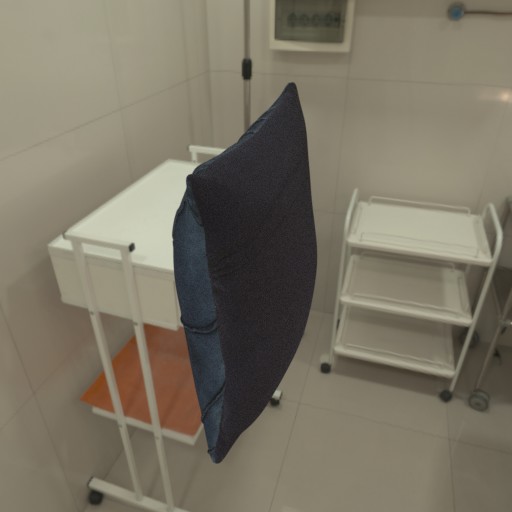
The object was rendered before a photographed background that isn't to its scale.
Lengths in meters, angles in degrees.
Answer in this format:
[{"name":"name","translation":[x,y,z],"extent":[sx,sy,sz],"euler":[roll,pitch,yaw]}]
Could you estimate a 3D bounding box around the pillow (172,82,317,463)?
[{"name":"pillow","translation":[0.000,0.000,0.687],"extent":[0.183,0.440,0.439],"euler":[9,33,14]}]
